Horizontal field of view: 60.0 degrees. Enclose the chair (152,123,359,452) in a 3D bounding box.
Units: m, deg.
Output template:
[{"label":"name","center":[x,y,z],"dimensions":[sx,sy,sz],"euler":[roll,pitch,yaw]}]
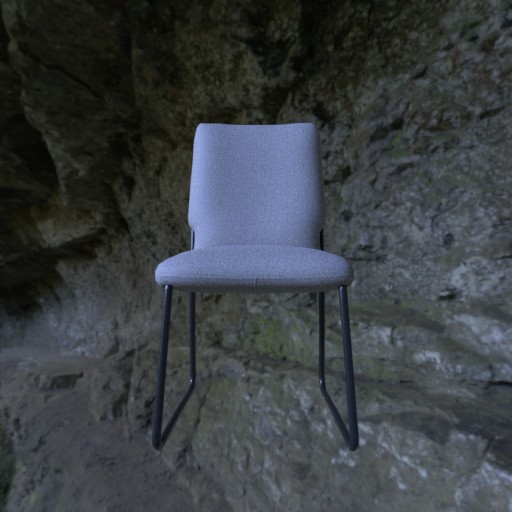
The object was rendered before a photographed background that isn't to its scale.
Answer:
[{"label":"chair","center":[0.000,0.000,1.209],"dimensions":[0.448,0.864,0.560],"euler":[0,-1,1]}]
